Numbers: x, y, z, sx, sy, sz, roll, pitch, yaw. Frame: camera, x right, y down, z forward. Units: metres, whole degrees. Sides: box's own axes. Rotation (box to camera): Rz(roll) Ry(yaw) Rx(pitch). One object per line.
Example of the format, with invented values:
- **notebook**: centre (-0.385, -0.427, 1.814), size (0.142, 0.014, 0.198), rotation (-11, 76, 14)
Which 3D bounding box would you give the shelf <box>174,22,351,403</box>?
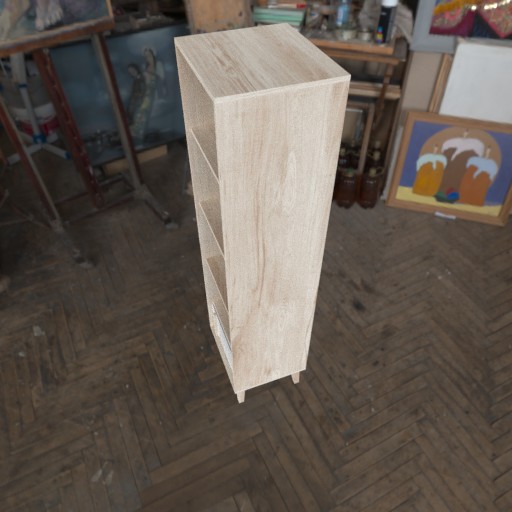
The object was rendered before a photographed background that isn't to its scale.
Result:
- **shelf**: centre (0.000, 0.000, 2.211), size (0.450, 1.960, 0.510), rotation (-15, 48, -14)
